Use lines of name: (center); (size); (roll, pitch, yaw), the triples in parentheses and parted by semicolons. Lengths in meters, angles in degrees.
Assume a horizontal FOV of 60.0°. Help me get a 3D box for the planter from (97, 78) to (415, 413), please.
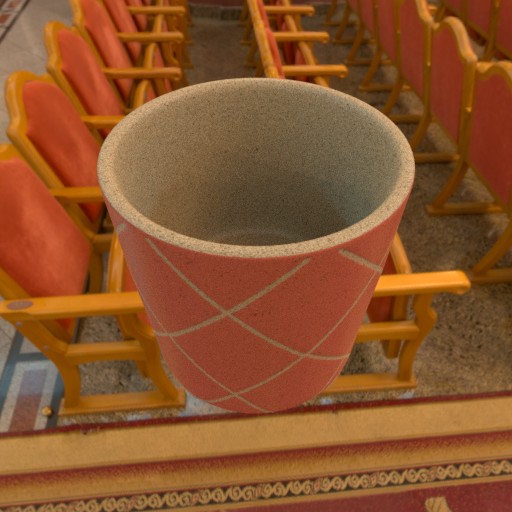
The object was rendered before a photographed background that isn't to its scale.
planter: (0.000, 0.000, 0.409); (0.227, 0.235, 0.227); (0, 46, 0)
